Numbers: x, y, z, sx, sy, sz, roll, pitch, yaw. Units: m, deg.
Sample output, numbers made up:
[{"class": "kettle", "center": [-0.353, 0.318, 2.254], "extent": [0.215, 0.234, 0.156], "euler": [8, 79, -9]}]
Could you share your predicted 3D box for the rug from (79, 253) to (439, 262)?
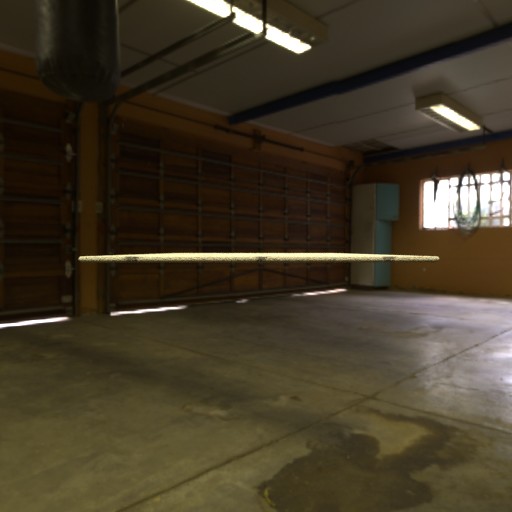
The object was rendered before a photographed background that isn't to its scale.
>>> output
[{"class": "rug", "center": [0.000, 0.000, 2.996], "extent": [1.501, 0.024, 2.348], "euler": [0, 1, -1]}]
